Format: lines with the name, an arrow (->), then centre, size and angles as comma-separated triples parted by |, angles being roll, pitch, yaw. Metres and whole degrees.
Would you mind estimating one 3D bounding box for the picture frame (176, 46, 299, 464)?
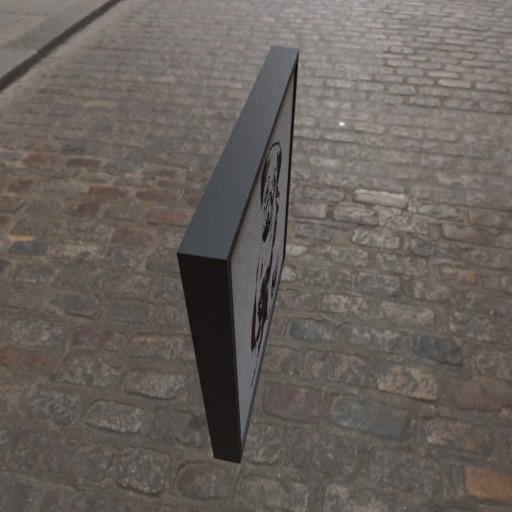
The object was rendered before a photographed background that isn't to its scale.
picture frame -> 0.000, 0.000, 0.475 | 0.030, 0.317, 0.317 | 8, 46, 8
